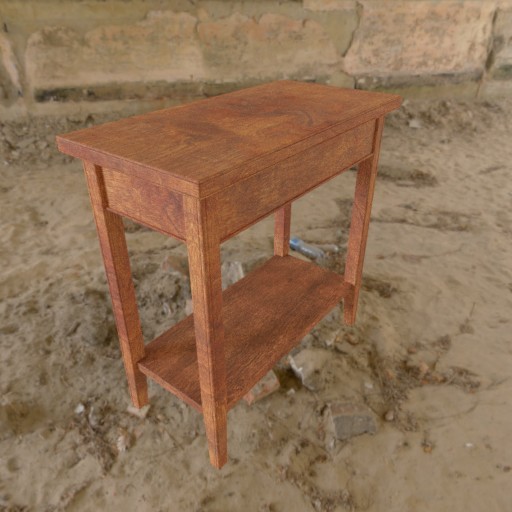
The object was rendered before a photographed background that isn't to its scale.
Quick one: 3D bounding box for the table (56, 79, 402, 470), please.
[{"bbox_3d":[0.000,0.000,0.961,0.305,0.610,0.610,22,38,32],"label":"table"}]
